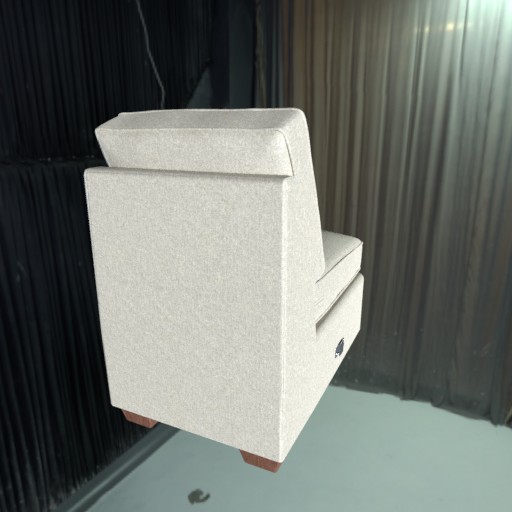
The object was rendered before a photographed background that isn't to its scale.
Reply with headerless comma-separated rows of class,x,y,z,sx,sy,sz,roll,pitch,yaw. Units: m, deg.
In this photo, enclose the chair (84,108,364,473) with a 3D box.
chair,0.000,0.000,1.719,0.674,1.058,1.020,8,18,25
